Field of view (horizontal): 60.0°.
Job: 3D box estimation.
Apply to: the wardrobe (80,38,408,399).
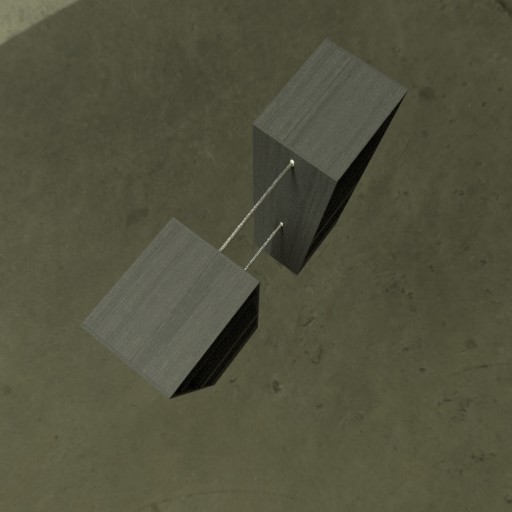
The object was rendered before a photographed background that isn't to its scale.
[{"bbox_3d":[0.000,0.000,2.938,0.480,2.000,1.770,36,78,9],"label":"wardrobe"}]
